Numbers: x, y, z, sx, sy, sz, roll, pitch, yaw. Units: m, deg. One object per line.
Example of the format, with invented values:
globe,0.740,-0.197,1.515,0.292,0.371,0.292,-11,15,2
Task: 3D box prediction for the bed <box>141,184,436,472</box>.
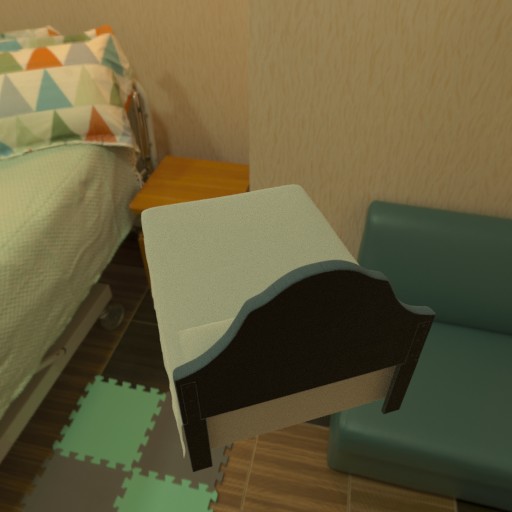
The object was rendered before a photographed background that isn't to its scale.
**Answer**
bed,0.000,0.000,3.331,1.636,1.575,2.155,-11,42,-13
